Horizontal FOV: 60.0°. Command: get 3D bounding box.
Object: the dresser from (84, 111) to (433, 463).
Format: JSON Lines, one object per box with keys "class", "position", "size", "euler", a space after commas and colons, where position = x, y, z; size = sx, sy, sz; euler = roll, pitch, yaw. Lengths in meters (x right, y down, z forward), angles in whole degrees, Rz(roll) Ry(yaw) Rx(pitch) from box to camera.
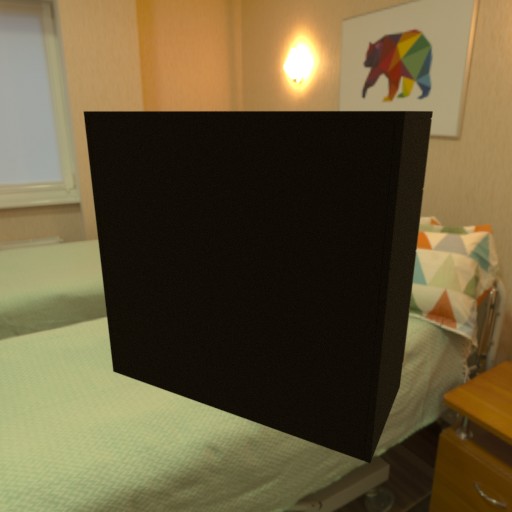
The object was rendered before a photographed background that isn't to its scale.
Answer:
{"class": "dresser", "position": [0.000, 0.000, 1.160], "size": [0.750, 0.720, 0.360], "euler": [9, 20, 27]}
